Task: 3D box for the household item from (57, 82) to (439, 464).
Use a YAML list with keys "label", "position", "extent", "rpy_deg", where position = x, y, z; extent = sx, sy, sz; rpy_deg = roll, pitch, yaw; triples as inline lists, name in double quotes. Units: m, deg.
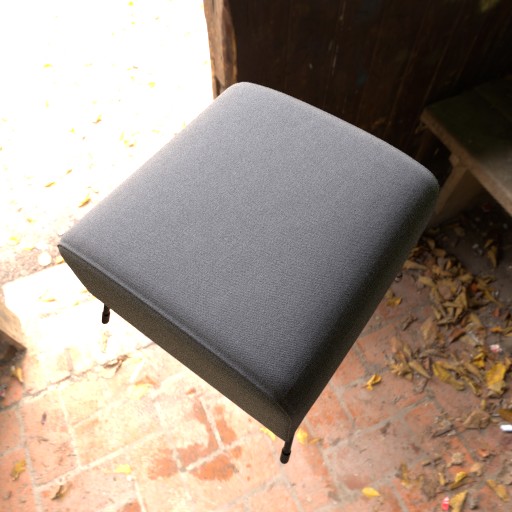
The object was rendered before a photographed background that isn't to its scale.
- label: "household item"
  position: [0.000, 0.000, 0.903]
  extent: [0.530, 0.410, 0.530]
  rpy_deg: [32, 64, 17]
